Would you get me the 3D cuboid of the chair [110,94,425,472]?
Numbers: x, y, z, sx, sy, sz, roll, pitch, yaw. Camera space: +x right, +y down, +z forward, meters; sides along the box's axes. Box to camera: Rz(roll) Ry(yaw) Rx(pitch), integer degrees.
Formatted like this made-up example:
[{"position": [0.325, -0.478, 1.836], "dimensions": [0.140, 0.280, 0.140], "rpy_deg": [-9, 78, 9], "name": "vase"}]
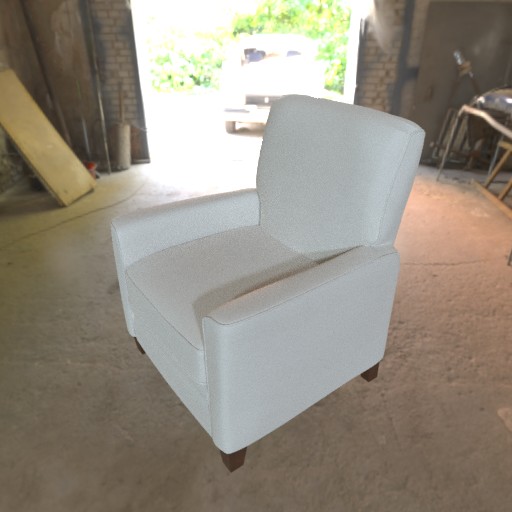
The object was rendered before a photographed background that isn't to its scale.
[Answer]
[{"position": [0.000, 0.000, 1.646], "dimensions": [0.858, 1.028, 0.841], "rpy_deg": [-20, 35, -31], "name": "chair"}]
